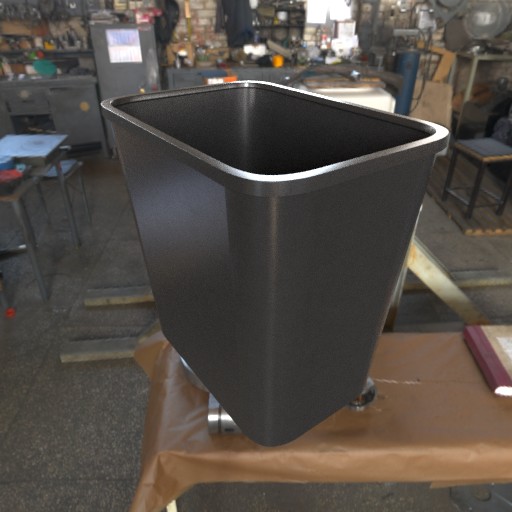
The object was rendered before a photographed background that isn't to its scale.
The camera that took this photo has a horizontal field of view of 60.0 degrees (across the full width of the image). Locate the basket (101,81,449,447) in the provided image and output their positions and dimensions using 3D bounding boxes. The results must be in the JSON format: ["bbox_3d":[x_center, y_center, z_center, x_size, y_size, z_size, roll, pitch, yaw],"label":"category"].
[{"bbox_3d":[0.000,0.000,0.488,0.211,0.307,0.300,-21,37,-30],"label":"basket"}]
